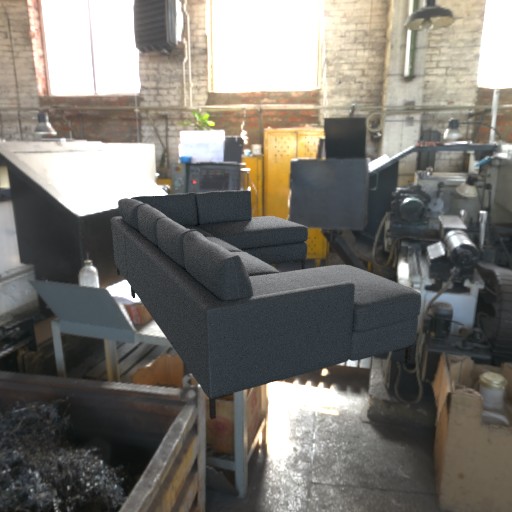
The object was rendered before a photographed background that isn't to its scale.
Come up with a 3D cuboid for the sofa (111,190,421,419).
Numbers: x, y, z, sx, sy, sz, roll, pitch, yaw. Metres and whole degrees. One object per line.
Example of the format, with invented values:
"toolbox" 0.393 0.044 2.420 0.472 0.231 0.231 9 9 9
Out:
"sofa" 0.000 0.000 3.859 1.984 0.858 2.975 -7 16 -26
